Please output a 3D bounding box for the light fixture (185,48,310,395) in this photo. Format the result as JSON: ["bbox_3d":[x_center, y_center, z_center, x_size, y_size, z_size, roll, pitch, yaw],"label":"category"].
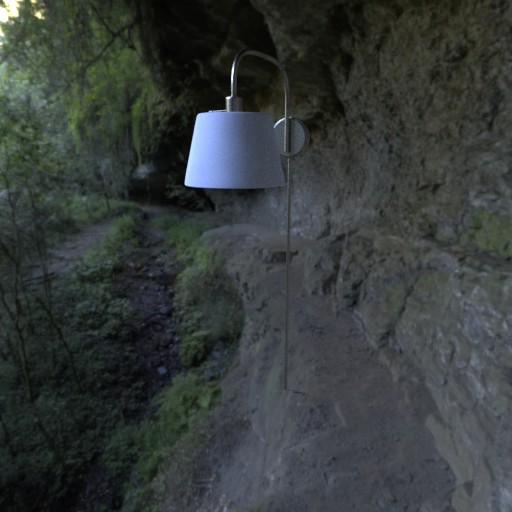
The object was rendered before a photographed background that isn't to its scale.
[{"bbox_3d":[0.000,0.000,0.464,0.092,0.399,0.176,7,15,27],"label":"light fixture"}]
